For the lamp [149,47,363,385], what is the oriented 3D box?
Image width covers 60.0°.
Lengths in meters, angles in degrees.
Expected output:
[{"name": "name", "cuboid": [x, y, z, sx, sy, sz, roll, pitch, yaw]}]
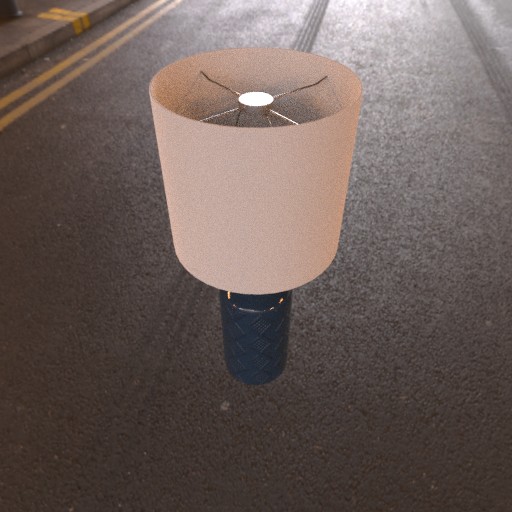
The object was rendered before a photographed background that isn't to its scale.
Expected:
[{"name": "lamp", "cuboid": [0.000, 0.000, 0.587, 0.207, 0.461, 0.207, -28, 49, -28]}]
